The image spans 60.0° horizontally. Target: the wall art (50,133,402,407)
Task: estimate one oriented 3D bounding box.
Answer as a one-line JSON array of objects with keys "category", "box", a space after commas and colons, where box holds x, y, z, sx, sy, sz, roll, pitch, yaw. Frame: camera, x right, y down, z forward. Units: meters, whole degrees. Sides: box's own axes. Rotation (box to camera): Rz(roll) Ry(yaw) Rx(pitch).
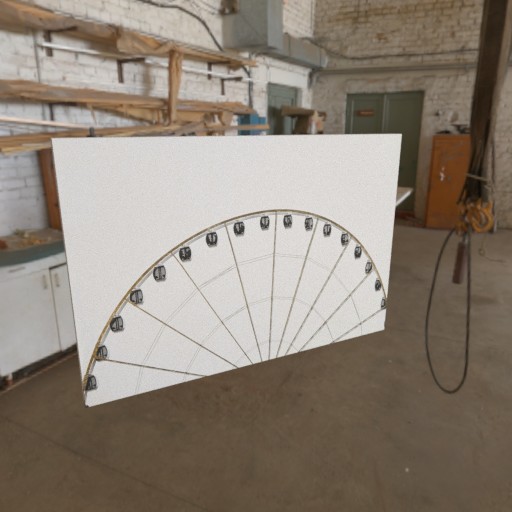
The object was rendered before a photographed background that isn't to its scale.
[{"category": "wall art", "box": [0.000, 0.000, 1.145, 0.898, 0.601, 0.038, -8, 18, -26]}]
